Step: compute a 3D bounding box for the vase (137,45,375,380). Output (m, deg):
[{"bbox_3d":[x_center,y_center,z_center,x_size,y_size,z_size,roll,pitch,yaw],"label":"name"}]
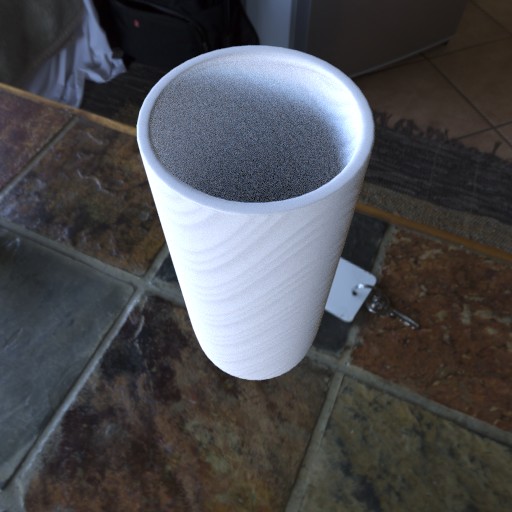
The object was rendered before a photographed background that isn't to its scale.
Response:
[{"bbox_3d":[0.000,0.000,0.393,0.143,0.316,0.143,0,60,0],"label":"vase"}]
